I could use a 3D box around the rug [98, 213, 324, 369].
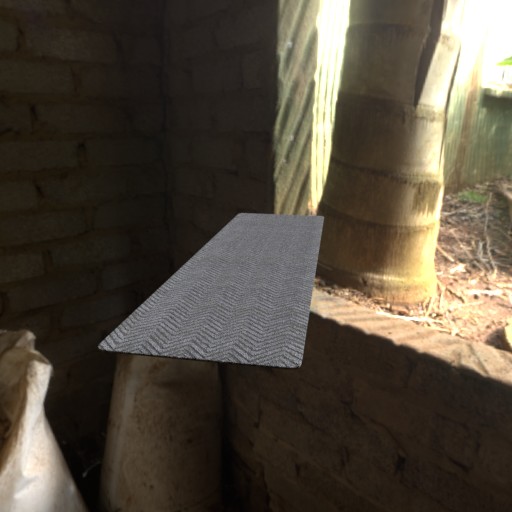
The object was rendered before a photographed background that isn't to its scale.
[{"bbox_3d":[0.000,0.000,2.491,0.686,0.008,2.286,3,17,10],"label":"rug"}]
